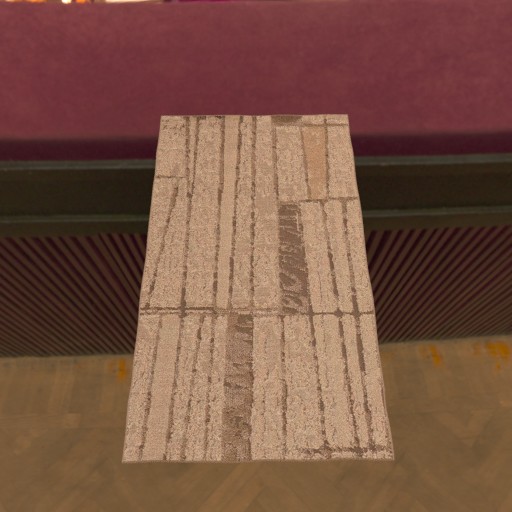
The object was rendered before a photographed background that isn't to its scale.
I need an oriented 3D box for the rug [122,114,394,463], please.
[{"bbox_3d":[0.000,0.000,1.025,0.515,0.007,0.867,0,64,0],"label":"rug"}]
